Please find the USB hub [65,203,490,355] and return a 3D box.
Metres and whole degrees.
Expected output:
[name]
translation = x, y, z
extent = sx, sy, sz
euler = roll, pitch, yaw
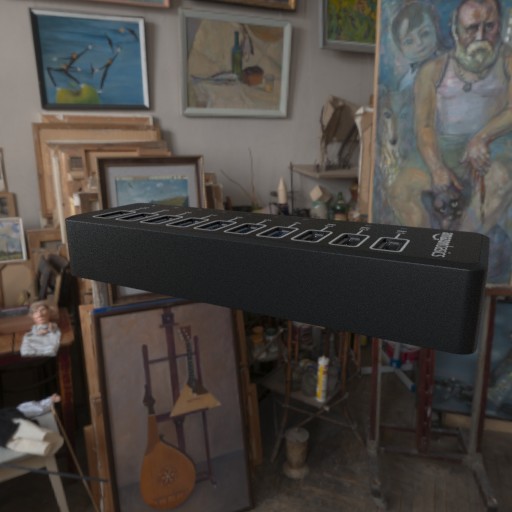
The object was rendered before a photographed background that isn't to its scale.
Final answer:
[USB hub]
translation = 0.000, 0.000, 0.157
extent = 0.145, 0.023, 0.044
euler = 8, 17, 26
